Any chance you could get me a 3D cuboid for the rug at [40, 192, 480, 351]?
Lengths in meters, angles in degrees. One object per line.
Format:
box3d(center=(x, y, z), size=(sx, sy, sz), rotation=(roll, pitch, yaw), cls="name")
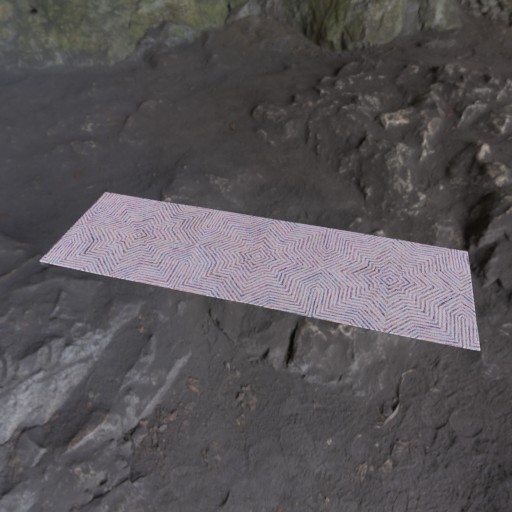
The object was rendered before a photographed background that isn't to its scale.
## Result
box3d(center=(0.000, 0.000, 2.645), size=(2.443, 0.009, 0.771), rotation=(10, 42, 11), cls="rug")
